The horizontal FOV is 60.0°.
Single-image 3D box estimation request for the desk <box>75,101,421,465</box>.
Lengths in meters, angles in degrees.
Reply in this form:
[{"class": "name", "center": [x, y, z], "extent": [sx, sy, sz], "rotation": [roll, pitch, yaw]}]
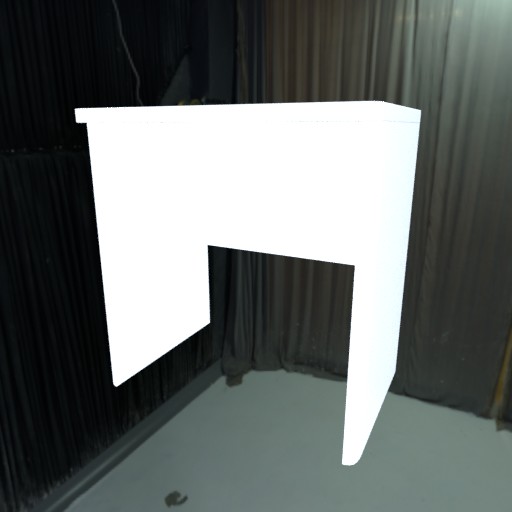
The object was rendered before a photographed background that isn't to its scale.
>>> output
[{"class": "desk", "center": [0.000, 0.000, 1.276], "extent": [0.762, 0.800, 0.549], "rotation": [8, 18, 26]}]
